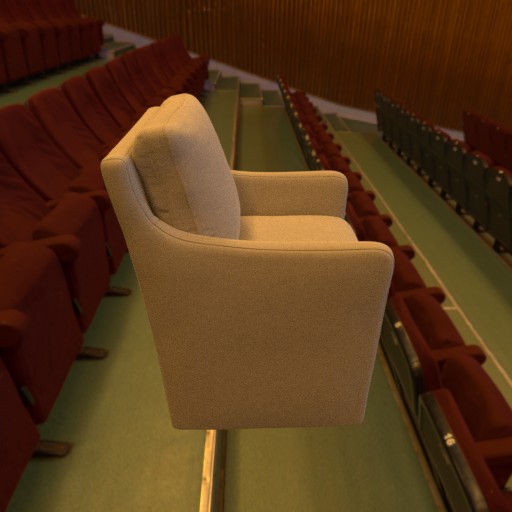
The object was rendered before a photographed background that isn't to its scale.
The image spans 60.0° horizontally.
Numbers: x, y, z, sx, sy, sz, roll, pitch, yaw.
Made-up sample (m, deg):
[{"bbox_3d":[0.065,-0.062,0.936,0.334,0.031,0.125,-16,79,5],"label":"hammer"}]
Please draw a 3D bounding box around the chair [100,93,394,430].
[{"bbox_3d":[0.000,0.000,1.401,0.694,0.914,0.626,-1,29,-2],"label":"chair"}]
